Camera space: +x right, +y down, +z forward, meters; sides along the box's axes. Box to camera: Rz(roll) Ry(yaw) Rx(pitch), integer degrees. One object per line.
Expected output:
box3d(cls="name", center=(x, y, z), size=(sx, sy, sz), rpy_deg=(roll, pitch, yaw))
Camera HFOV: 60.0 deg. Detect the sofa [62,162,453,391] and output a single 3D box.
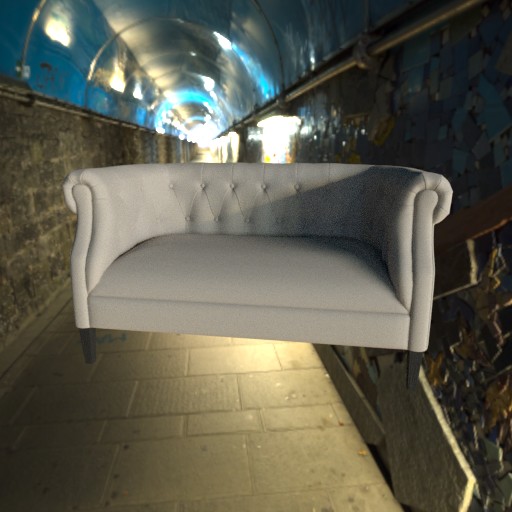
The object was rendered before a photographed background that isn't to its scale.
box3d(cls="sofa", center=(0.000, 0.000, 2.075), size=(1.558, 0.827, 0.835), rpy_deg=(2, 15, 9))
